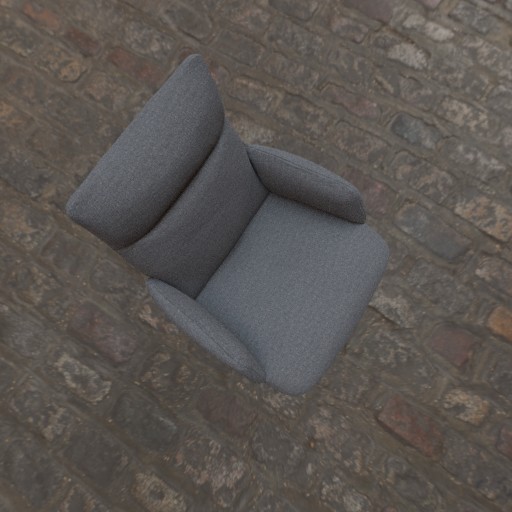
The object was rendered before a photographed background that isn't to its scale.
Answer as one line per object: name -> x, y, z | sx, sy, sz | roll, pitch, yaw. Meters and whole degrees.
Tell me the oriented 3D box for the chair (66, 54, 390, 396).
chair -> 0.000, 0.000, 1.500 | 0.831, 0.984, 0.702 | 33, 78, 8
